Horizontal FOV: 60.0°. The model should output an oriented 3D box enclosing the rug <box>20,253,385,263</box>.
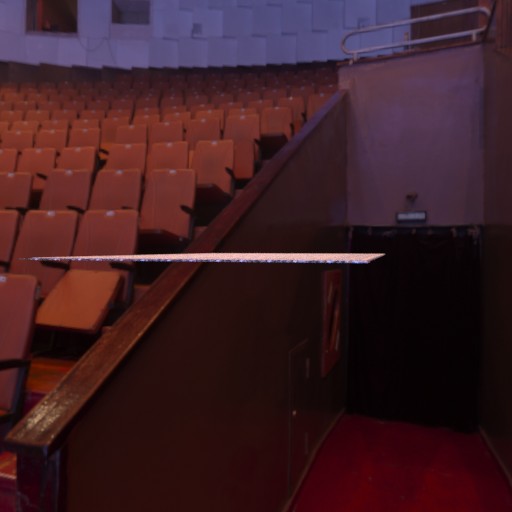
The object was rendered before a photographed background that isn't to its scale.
[{"bbox_3d":[0.000,0.000,2.271,1.247,0.008,1.802,0,1,18],"label":"rug"}]
